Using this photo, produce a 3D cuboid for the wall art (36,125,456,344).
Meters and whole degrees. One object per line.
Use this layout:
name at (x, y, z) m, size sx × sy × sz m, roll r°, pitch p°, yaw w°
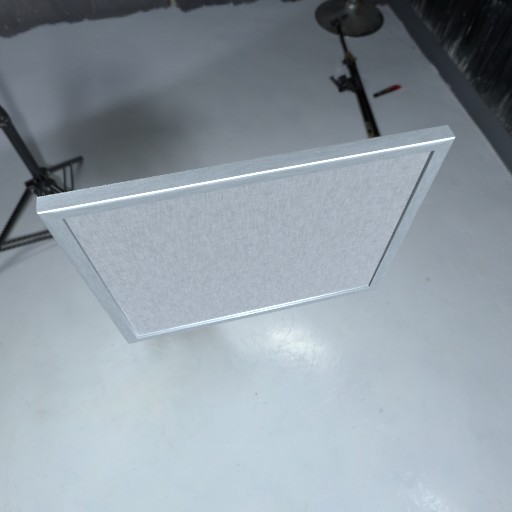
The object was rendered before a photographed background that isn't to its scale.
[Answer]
wall art at (0.000, 0.000, 0.774) m, size 0.556 × 0.457 × 0.028 m, roll -12°, pitch 59°, yaw -7°
